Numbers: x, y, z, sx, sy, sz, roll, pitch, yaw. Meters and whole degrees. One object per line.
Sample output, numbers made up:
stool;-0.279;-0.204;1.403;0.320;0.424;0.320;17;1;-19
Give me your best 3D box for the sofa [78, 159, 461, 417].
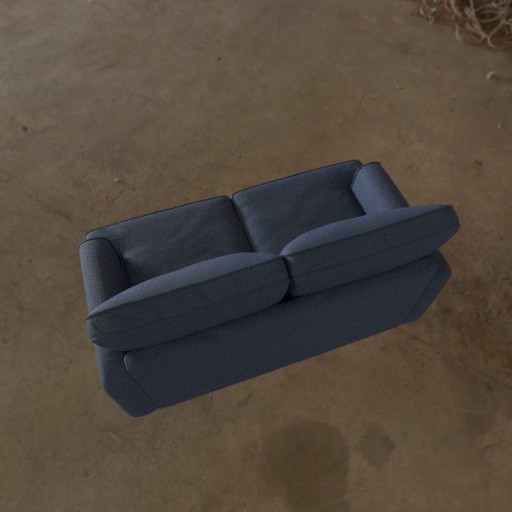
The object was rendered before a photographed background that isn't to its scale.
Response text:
sofa;0.000;0.000;2.235;1.651;0.965;0.965;-17;59;-10
